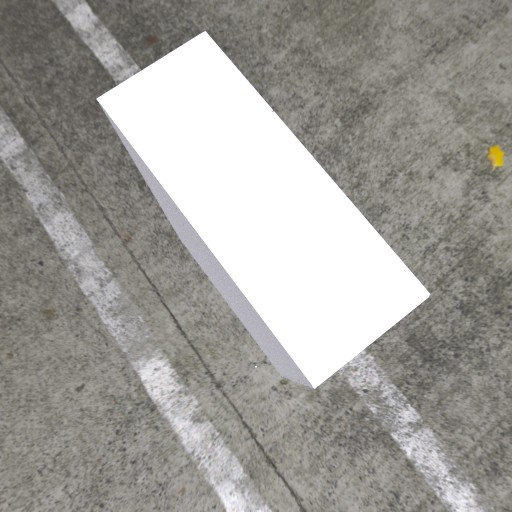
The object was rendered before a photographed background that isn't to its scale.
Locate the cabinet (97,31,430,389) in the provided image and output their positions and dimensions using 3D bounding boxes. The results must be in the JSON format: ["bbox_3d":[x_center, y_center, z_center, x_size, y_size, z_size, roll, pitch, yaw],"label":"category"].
[{"bbox_3d":[0.000,0.000,2.483,0.510,1.910,1.290,-36,79,-8],"label":"cabinet"}]
